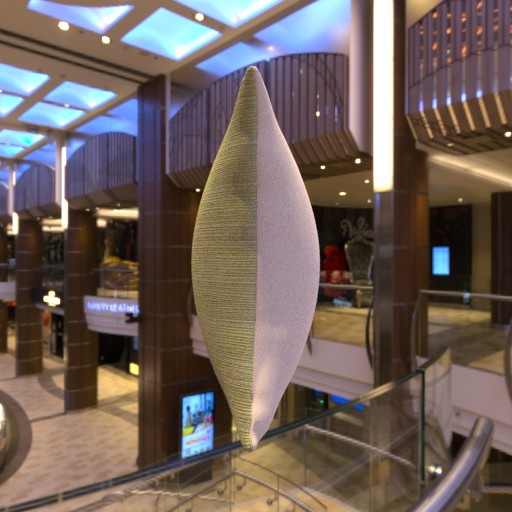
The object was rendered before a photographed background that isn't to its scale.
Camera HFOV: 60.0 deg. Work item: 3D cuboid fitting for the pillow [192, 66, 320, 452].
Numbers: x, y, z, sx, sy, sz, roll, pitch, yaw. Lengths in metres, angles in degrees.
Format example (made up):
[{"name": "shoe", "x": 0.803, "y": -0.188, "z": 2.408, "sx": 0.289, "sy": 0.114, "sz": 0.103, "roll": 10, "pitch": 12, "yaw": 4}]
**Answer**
[{"name": "pillow", "x": 0.000, "y": 0.000, "z": 0.817, "sx": 0.229, "sy": 0.487, "sz": 0.560, "roll": 0, "pitch": 0, "yaw": 1}]
